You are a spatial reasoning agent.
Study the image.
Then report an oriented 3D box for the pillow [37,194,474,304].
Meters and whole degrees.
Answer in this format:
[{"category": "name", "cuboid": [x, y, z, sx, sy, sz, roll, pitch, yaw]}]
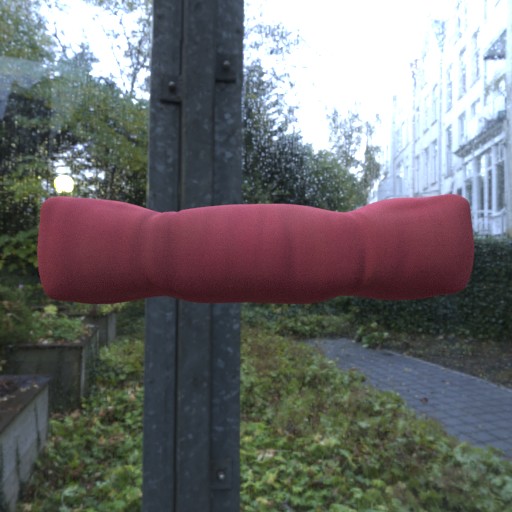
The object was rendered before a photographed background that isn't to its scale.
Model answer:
[{"category": "pillow", "cuboid": [0.000, 0.000, 0.705, 0.490, 0.128, 0.468, 0, -2, 0]}]
